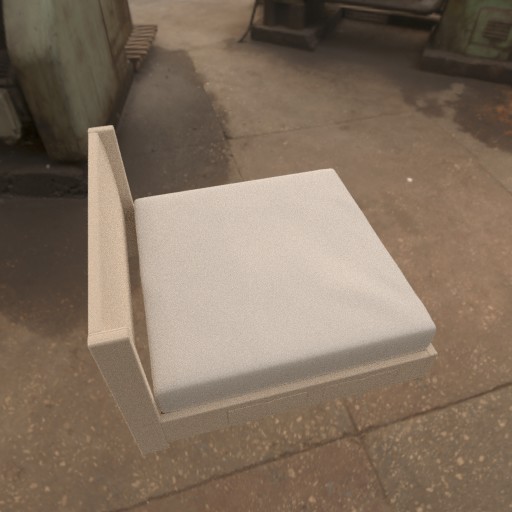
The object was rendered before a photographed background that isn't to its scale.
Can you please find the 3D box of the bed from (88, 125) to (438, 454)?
[{"bbox_3d":[0.000,0.000,3.626,2.293,1.471,2.145,-11,47,-10],"label":"bed"}]
